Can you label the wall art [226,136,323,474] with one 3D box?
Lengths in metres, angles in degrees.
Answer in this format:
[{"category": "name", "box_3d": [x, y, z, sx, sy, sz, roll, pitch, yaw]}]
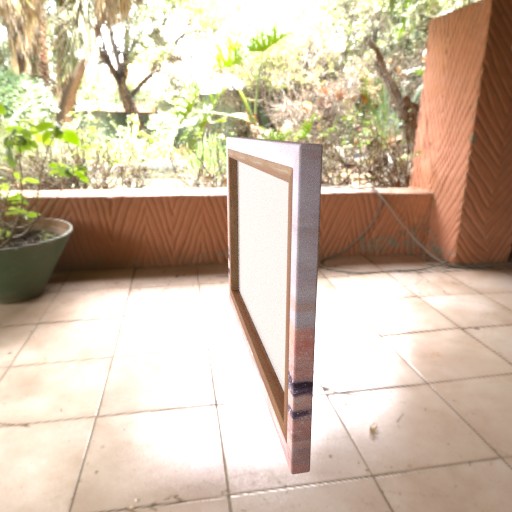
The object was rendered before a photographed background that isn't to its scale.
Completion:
[{"category": "wall art", "box_3d": [0.000, 0.000, 1.192, 0.038, 0.609, 0.913, -3, 16, -10]}]
